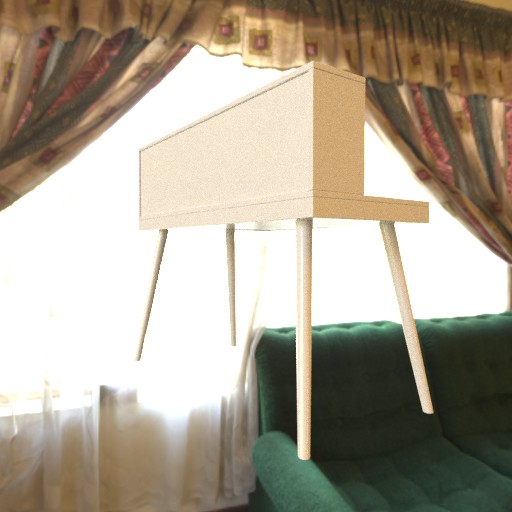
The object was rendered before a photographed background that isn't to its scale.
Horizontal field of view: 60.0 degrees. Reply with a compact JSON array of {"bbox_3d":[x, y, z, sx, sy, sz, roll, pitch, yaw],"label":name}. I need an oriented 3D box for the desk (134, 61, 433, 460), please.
[{"bbox_3d":[0.000,0.000,1.737,0.559,0.990,1.199,-1,1,-35],"label":"desk"}]
